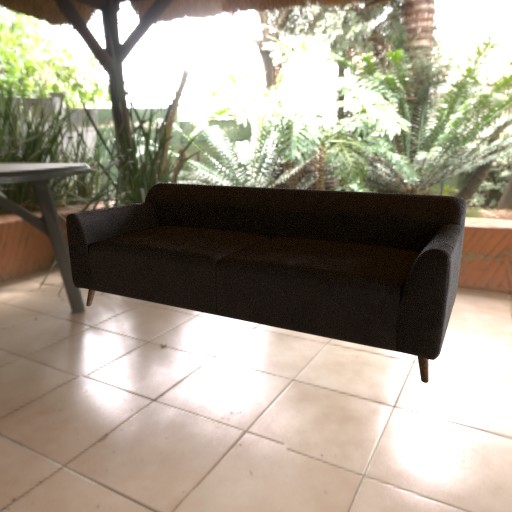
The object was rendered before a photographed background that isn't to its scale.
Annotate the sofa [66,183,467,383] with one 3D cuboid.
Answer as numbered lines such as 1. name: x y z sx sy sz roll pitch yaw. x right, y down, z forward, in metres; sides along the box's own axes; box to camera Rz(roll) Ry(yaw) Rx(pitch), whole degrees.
1. sofa: 0.000 0.000 2.648 2.190 0.740 0.900 7 15 27
